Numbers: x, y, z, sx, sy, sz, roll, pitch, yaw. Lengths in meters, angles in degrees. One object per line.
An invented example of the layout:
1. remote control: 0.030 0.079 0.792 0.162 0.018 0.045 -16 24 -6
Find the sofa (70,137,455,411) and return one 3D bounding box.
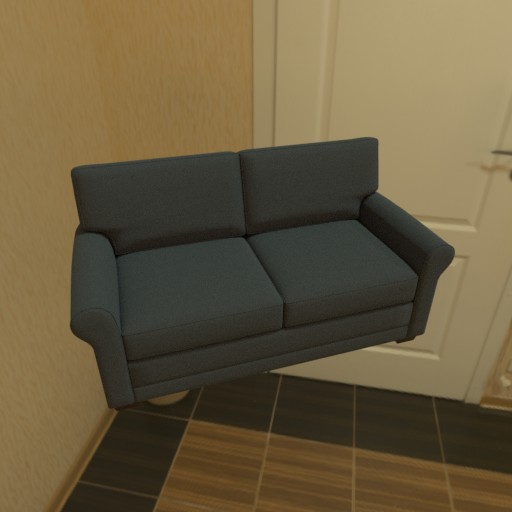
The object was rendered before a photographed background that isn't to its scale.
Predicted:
1. sofa: 0.000 0.000 2.509 1.930 1.020 0.940 -9 32 -15
